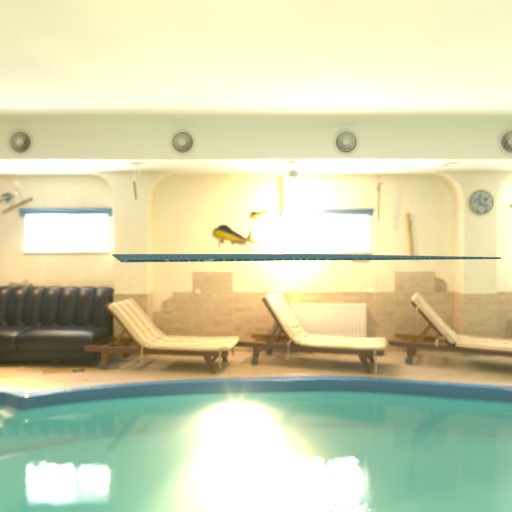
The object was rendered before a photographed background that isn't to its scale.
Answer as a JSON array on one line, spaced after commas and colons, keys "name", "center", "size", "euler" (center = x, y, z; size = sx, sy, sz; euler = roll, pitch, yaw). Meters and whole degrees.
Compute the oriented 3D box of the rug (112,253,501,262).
[{"name": "rug", "center": [0.000, 0.000, 4.002], "size": [2.432, 0.012, 3.033], "euler": [0, 1, -19]}]
